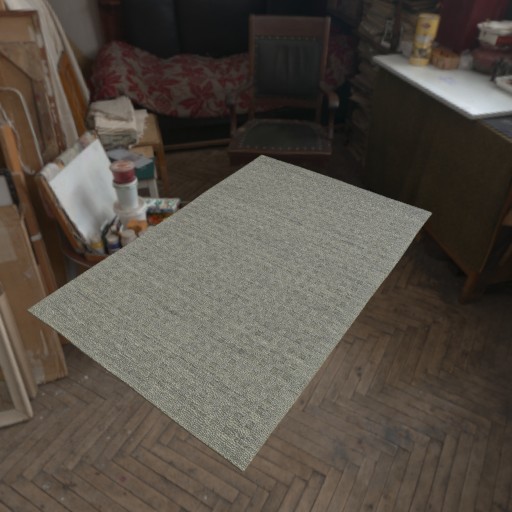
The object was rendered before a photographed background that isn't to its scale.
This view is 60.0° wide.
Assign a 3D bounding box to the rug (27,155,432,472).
[{"bbox_3d":[0.000,0.000,2.871,1.532,0.018,2.297,25,46,27],"label":"rug"}]
